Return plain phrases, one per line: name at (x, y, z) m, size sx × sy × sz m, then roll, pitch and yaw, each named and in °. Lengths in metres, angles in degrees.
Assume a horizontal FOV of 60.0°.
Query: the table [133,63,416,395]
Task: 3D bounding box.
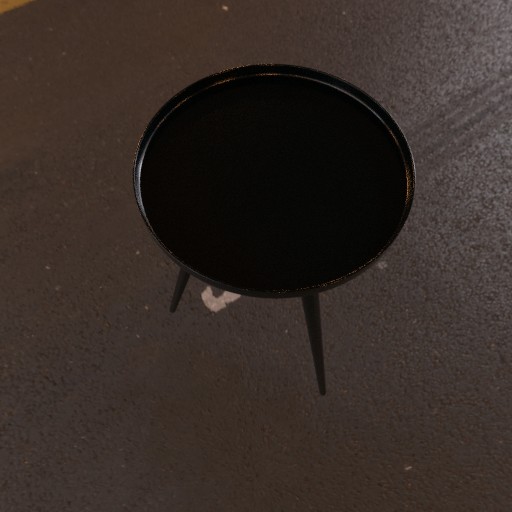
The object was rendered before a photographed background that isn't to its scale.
table at (0.000, 0.000, 0.826) m, size 0.415 × 0.548 × 0.403 m, roll 2°, pitch 64°, yaw 1°
